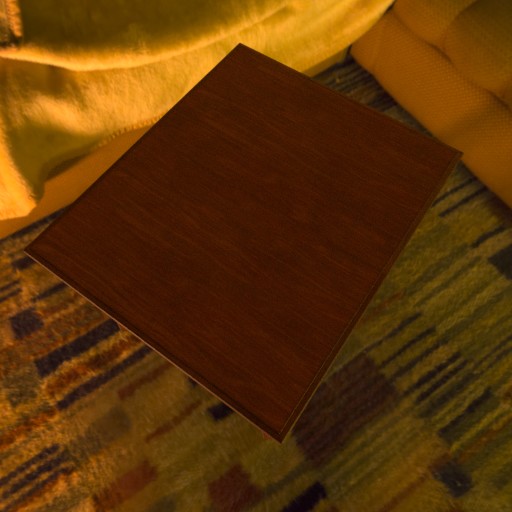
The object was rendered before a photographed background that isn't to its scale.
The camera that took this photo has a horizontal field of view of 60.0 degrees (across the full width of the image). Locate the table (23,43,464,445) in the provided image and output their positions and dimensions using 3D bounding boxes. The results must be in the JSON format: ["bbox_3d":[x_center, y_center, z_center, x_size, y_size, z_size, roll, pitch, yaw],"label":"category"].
[{"bbox_3d":[0.000,0.000,1.600,0.838,0.761,0.991,32,68,15],"label":"table"}]
